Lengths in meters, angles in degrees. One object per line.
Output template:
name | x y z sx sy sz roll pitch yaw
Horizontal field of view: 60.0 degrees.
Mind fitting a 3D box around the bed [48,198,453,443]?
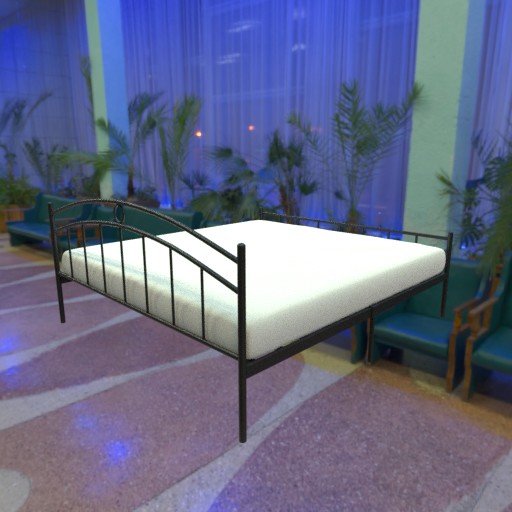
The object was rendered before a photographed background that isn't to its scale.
bed | 0.000 0.000 3.079 1.880 0.940 2.040 13 19 43
